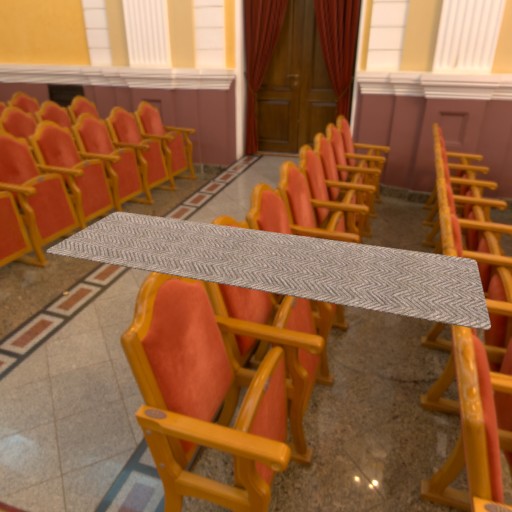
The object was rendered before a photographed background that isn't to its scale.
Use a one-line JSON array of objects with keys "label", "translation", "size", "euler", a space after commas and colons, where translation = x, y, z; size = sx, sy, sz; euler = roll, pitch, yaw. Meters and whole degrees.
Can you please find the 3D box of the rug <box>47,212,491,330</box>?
[{"label": "rug", "translation": [0.000, 0.000, 2.447], "size": [2.286, 0.008, 0.686], "euler": [9, 27, 17]}]
